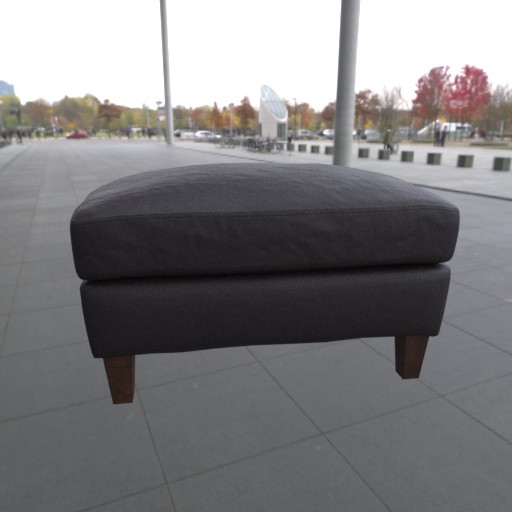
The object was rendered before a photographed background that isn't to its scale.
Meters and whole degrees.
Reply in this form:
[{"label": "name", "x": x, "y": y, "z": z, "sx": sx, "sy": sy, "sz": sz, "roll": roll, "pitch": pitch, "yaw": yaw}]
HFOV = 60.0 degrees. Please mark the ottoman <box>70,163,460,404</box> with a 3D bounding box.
[{"label": "ottoman", "x": 0.000, "y": 0.000, "z": 1.282, "sx": 0.887, "sy": 0.529, "sz": 0.659, "roll": -2, "pitch": 16, "yaw": -8}]
